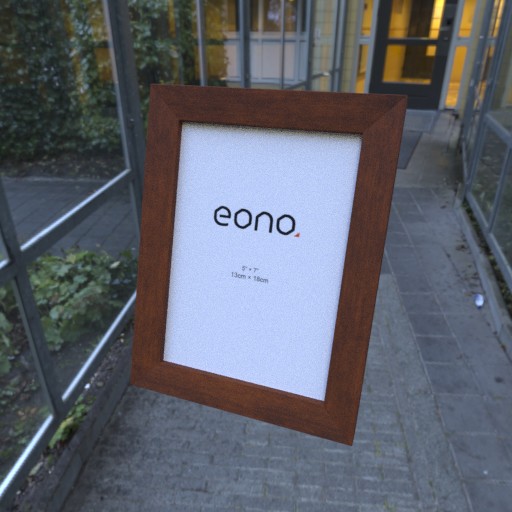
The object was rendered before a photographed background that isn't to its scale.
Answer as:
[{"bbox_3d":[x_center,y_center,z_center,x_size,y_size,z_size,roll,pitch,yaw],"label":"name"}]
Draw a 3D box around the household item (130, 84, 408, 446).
[{"bbox_3d":[0.000,0.000,0.294,0.160,0.204,0.096,9,29,17],"label":"household item"}]
